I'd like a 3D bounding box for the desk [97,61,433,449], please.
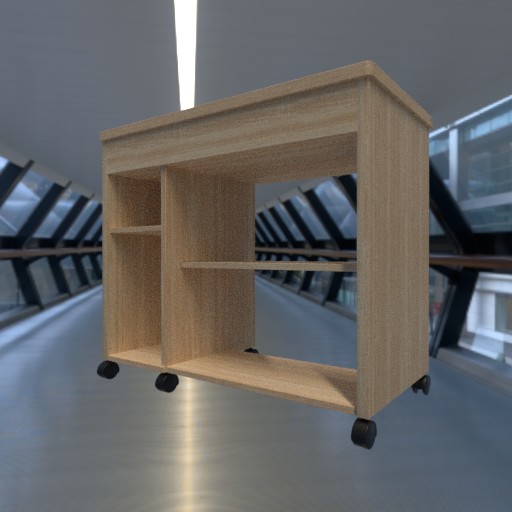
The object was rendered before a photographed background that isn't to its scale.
[{"bbox_3d":[0.000,0.000,1.311,0.884,0.770,0.480,0,0,36],"label":"desk"}]
